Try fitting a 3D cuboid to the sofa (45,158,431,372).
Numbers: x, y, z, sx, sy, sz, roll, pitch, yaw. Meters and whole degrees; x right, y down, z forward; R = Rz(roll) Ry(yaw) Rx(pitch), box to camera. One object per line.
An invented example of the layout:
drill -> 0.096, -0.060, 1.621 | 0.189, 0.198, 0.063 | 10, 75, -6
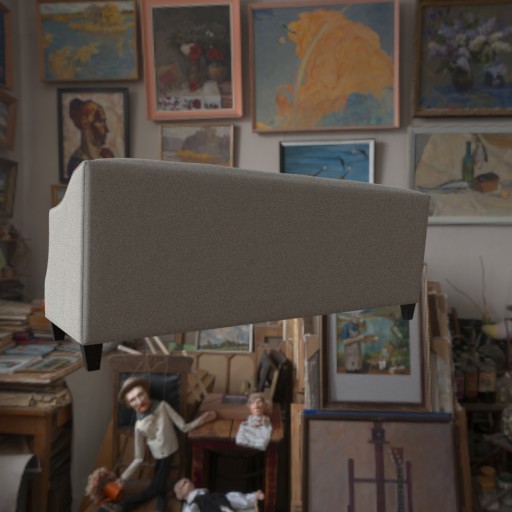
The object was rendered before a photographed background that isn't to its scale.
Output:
sofa -> 0.000, 0.000, 2.712 | 2.235, 0.901, 0.914 | -1, 2, -35
